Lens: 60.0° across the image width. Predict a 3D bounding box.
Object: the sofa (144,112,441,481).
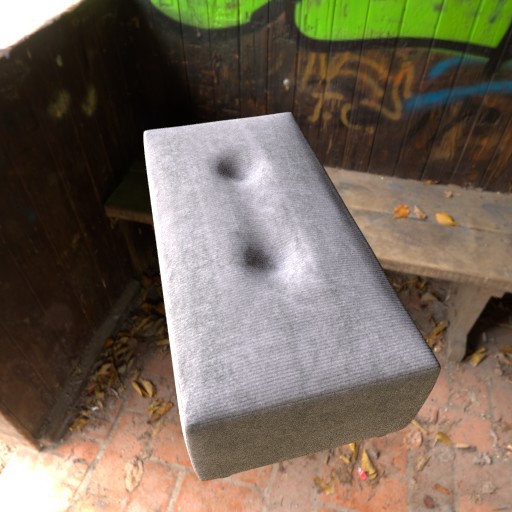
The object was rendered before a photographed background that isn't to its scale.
[{"bbox_3d":[0.000,0.000,1.134,0.480,0.330,0.930,-10,48,-9],"label":"sofa"}]
